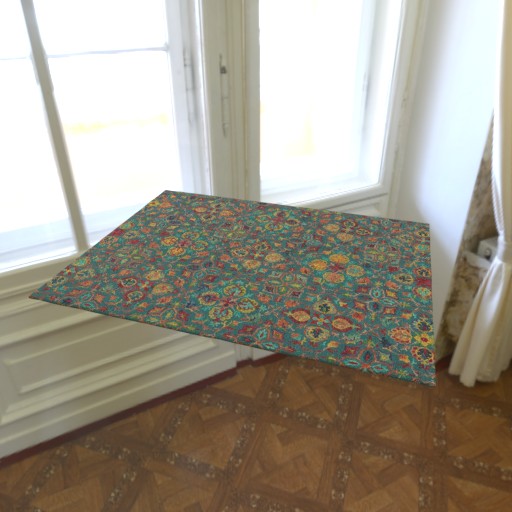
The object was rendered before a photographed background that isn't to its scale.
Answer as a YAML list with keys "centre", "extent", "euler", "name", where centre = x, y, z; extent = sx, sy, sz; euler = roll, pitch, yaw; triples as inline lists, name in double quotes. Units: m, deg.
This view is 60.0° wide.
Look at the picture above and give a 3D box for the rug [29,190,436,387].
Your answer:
- centre: [0.000, 0.000, 4.258]
  extent: [3.204, 0.025, 2.434]
  euler: [9, 32, 15]
  name: "rug"
